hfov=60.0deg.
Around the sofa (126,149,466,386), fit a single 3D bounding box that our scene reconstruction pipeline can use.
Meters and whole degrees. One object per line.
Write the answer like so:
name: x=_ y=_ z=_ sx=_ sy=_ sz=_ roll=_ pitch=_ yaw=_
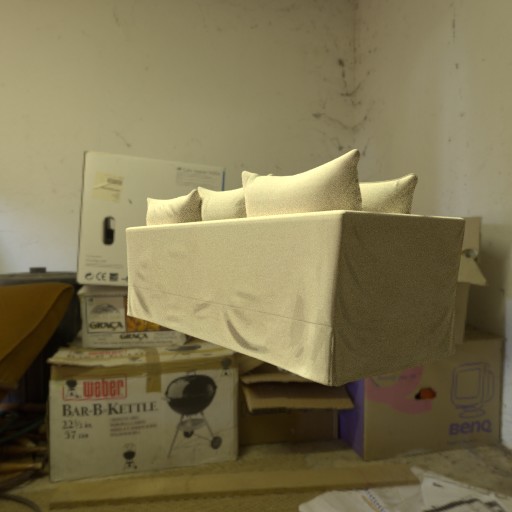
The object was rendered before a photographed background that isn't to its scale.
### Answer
sofa: x=0.000 y=0.000 z=3.100 sx=1.030 sy=1.042 sz=2.484 roll=-1 pitch=2 yaw=-37
